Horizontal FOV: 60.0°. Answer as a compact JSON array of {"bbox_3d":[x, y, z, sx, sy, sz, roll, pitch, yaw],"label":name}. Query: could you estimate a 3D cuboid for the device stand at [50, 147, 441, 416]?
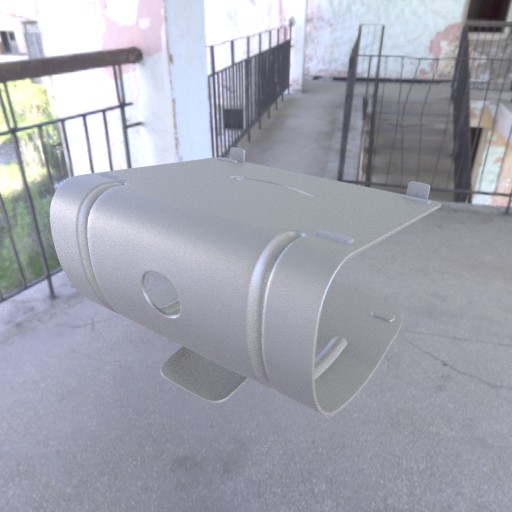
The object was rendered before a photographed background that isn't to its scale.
[{"bbox_3d":[0.000,0.000,0.401,0.256,0.155,0.236,18,34,29],"label":"device stand"}]
